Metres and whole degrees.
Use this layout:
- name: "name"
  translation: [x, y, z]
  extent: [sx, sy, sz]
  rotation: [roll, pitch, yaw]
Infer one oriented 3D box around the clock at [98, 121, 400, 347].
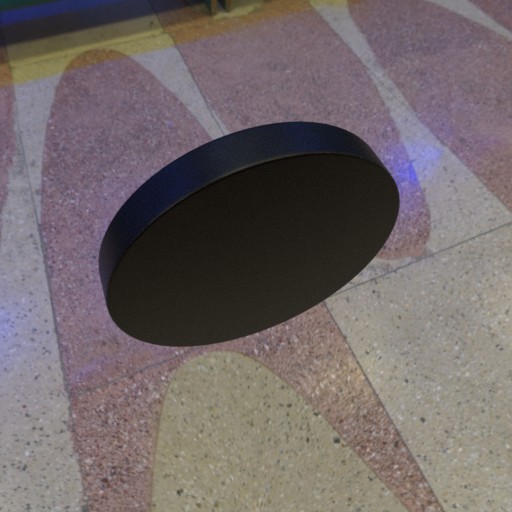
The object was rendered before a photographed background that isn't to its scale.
- name: "clock"
  translation: [0.000, 0.000, 0.470]
  extent: [0.314, 0.314, 0.040]
  rotation: [-18, 59, -11]
